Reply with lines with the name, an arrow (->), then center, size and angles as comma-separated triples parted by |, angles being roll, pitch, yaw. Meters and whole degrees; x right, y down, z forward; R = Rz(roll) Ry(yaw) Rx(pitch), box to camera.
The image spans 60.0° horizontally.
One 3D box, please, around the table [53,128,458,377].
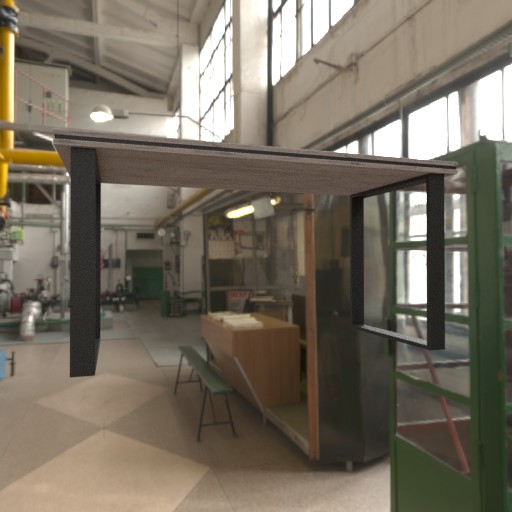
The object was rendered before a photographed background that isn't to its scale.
table -> 0.000, 0.000, 2.228 | 1.778, 0.899, 0.795 | 0, -1, -18
